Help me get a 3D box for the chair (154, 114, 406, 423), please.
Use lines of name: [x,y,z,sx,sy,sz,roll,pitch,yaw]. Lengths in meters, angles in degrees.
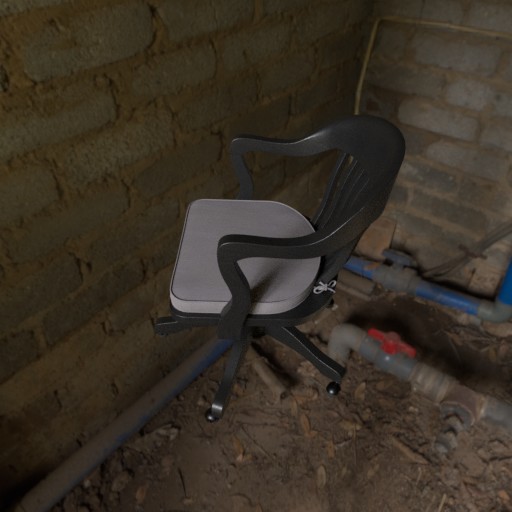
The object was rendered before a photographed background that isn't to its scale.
chair: [0.000,0.000,1.481,0.788,0.878,0.750,0,40,0]
